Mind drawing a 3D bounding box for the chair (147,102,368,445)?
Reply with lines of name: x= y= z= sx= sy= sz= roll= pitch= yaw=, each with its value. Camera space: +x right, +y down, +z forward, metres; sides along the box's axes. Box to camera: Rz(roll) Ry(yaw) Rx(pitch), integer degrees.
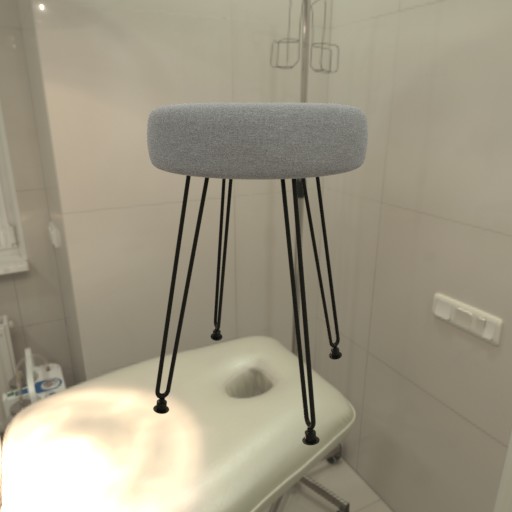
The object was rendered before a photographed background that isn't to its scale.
chair: x=0.000 y=0.000 z=0.674 sx=0.350 sy=0.440 sz=0.350 roll=-10 pitch=21 yaw=-26
